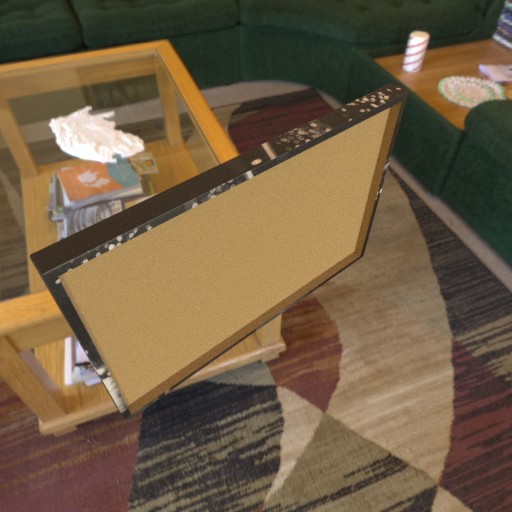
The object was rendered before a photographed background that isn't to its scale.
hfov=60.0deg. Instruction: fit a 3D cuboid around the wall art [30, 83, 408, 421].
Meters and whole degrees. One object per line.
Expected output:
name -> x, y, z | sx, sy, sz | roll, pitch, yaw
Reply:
wall art -> 0.000, 0.000, 0.752 | 0.609, 0.406, 0.037 | -31, 56, -25
